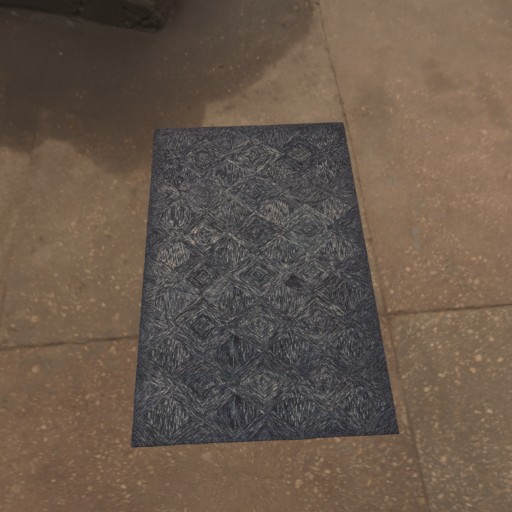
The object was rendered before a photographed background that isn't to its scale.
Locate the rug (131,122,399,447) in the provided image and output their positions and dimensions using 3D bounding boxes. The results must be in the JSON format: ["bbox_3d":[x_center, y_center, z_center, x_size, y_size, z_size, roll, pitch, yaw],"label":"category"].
[{"bbox_3d":[0.000,0.000,2.264,1.139,0.010,1.754,-2,63,-1],"label":"rug"}]
